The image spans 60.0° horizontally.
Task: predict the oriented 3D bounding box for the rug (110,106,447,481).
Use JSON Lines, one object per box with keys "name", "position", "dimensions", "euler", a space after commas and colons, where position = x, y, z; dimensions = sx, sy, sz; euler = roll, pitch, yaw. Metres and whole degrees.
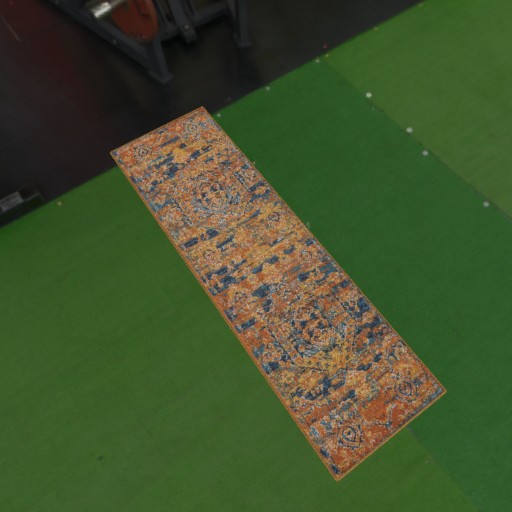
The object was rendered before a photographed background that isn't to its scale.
{"name": "rug", "position": [0.000, 0.000, 1.991], "dimensions": [0.556, 0.013, 1.820], "euler": [-32, 68, -15]}
